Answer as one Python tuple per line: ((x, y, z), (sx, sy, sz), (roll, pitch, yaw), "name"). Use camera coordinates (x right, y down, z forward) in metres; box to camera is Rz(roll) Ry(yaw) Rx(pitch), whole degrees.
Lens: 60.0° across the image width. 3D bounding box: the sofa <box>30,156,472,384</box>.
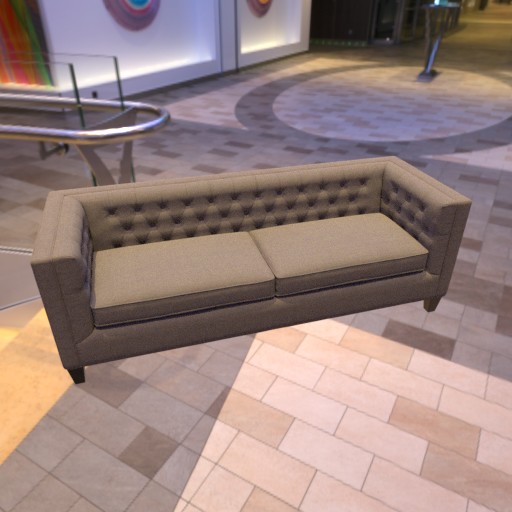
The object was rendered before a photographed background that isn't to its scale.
((0.000, 0.000, 2.579), (2.159, 0.762, 0.775), (-9, 32, -14), "sofa")
